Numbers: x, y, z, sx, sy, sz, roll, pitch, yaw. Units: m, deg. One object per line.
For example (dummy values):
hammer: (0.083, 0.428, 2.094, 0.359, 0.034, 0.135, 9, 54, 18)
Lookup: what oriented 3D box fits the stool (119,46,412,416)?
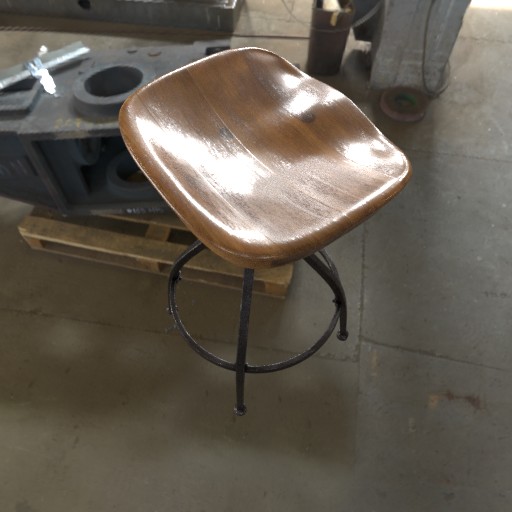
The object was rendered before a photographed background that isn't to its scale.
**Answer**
stool: (0.000, 0.000, 0.968, 0.424, 0.694, 0.432, -31, 62, -19)
